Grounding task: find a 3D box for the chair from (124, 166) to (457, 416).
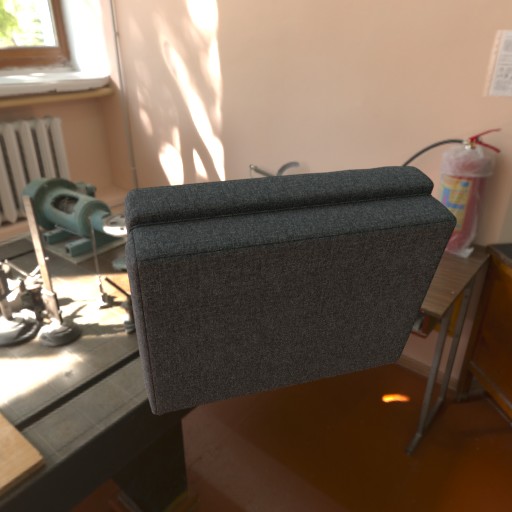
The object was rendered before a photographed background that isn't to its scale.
[{"bbox_3d":[0.000,0.000,1.342,0.740,0.615,0.800,-8,28,-15],"label":"chair"}]
